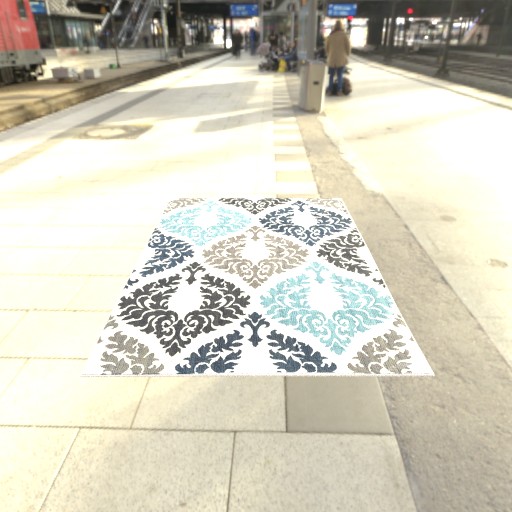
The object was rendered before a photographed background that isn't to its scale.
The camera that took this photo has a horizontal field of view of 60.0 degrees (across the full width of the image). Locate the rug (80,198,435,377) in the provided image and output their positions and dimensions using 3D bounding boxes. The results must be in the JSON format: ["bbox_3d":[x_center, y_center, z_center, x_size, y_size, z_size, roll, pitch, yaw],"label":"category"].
[{"bbox_3d":[0.000,0.000,2.895,1.514,0.014,2.275,0,27,0],"label":"rug"}]
